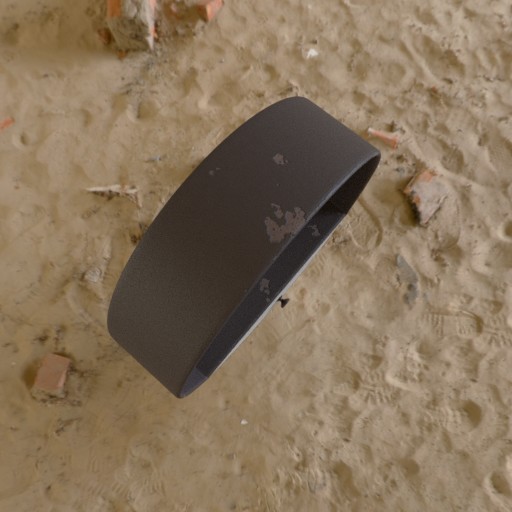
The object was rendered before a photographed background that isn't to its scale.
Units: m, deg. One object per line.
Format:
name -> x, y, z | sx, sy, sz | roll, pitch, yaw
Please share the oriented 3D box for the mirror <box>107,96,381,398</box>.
mirror -> 0.000, 0.000, 0.575 | 0.126, 0.386, 0.386 | 39, 78, 10
